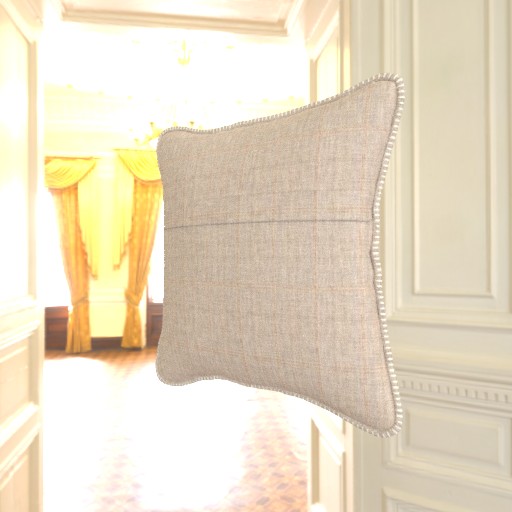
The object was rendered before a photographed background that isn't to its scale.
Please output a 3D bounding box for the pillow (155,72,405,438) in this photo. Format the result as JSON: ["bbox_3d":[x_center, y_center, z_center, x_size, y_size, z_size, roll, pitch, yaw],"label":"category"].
[{"bbox_3d":[0.000,0.000,0.726,0.485,0.494,0.124,0,0,36],"label":"pillow"}]
